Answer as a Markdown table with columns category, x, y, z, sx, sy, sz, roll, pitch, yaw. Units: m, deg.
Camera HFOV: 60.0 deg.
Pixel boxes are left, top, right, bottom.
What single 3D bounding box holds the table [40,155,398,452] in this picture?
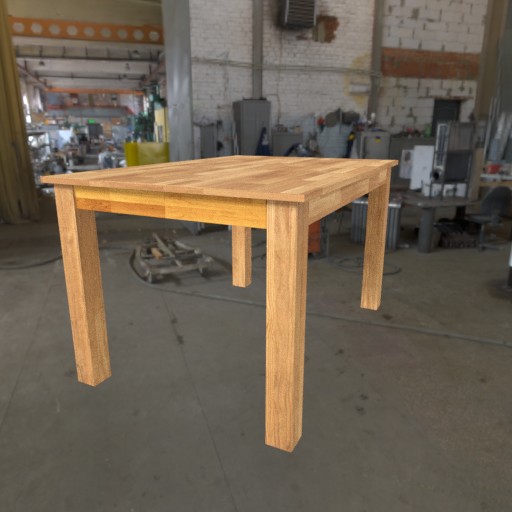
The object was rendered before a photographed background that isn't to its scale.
| category | x | y | z | sx | sy | sz | roll | pitch | yaw |
| --- | --- | --- | --- | --- | --- | --- | --- | --- | --- |
| table | 0.000 | 0.000 | 1.892 | 0.900 | 0.750 | 1.300 | 8 | 18 | 25 |
